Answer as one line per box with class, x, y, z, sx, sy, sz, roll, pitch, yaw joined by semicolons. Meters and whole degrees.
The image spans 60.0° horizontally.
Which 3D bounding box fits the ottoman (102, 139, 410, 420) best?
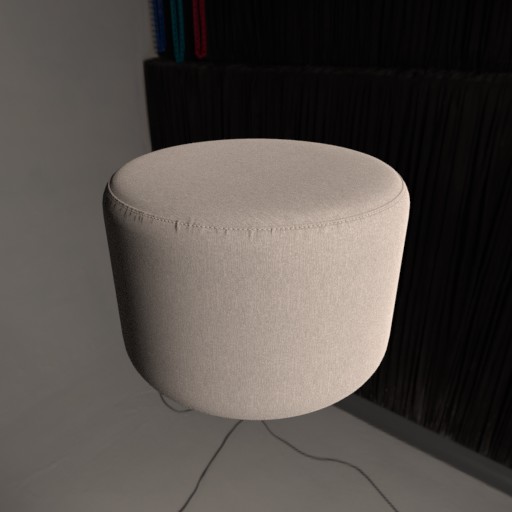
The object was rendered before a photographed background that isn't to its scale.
ottoman;0.000;0.000;0.981;0.608;0.433;0.608;0;26;0
